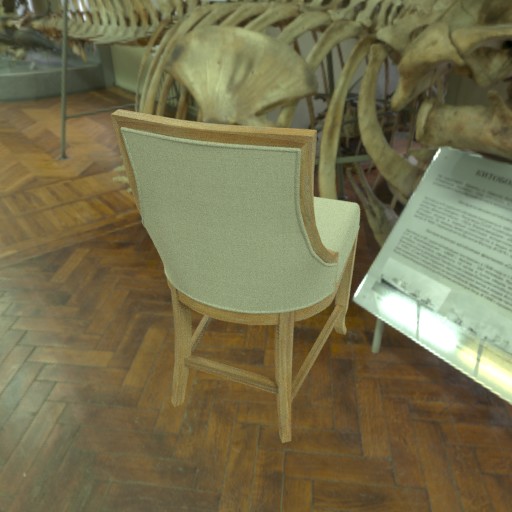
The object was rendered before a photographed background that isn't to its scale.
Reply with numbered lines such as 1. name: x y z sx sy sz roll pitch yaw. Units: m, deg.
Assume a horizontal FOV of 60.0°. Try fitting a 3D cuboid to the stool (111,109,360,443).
1. stool: 0.000 0.000 1.328 0.524 0.938 0.626 11 34 18
